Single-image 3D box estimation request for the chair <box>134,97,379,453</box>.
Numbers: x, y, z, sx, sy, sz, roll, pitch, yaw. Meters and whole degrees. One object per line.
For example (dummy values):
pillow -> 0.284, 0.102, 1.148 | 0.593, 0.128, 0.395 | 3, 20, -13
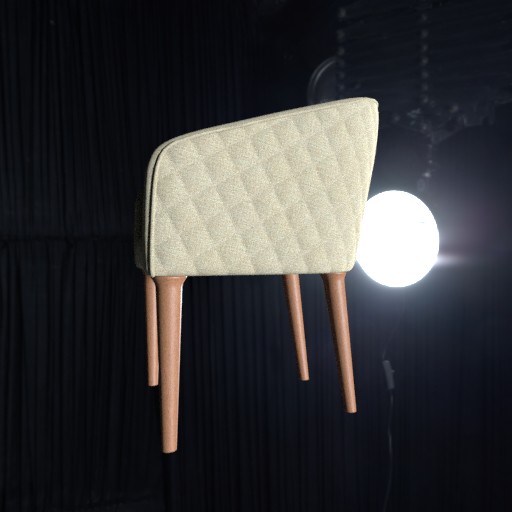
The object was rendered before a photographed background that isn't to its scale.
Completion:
chair -> 0.000, 0.000, 1.189 | 0.616, 0.775, 0.584 | 0, 0, -17
